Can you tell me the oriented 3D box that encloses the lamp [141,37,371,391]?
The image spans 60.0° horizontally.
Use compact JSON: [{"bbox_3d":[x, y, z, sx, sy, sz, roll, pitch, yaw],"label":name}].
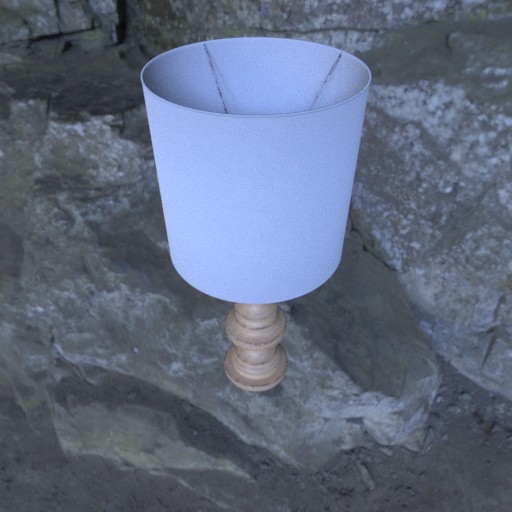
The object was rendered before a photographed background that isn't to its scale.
[{"bbox_3d":[0.000,0.000,0.557,0.208,0.455,0.208,27,48,27],"label":"lamp"}]
